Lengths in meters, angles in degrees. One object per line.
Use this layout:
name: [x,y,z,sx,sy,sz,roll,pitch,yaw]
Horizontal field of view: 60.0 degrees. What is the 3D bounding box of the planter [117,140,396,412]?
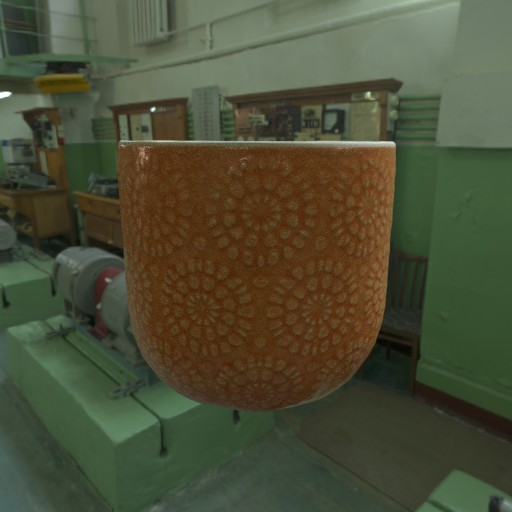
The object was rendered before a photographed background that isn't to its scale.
planter: [0.000,0.000,0.288,0.170,0.152,0.170,0,15,0]
